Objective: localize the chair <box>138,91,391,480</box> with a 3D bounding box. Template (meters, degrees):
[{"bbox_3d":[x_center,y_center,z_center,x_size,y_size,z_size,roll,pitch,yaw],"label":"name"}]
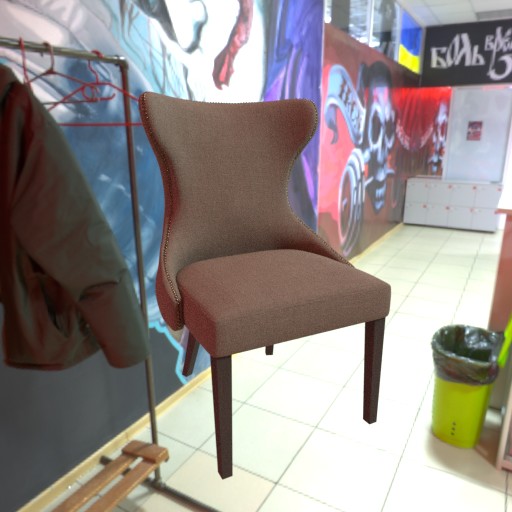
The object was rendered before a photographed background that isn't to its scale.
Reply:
[{"bbox_3d":[0.000,0.000,1.372,0.628,0.967,0.635,-8,18,-26],"label":"chair"}]
